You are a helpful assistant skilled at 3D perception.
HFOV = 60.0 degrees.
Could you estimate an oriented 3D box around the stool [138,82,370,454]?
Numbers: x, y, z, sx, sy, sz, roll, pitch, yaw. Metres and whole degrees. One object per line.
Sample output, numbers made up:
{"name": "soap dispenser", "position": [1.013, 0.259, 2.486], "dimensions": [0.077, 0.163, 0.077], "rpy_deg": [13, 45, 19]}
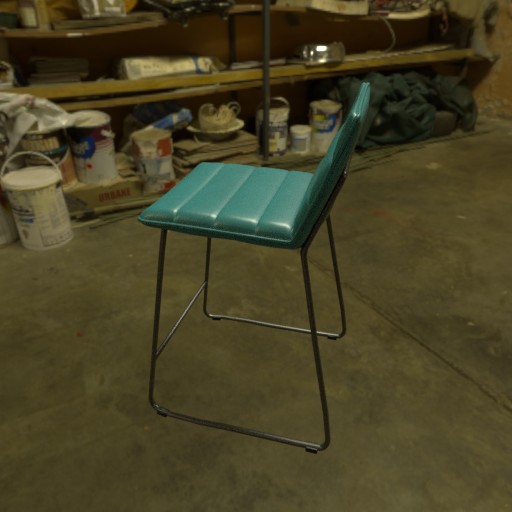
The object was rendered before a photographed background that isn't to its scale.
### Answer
{"name": "stool", "position": [0.000, 0.000, 1.207], "dimensions": [0.524, 0.866, 0.489], "rpy_deg": [8, 31, 13]}
